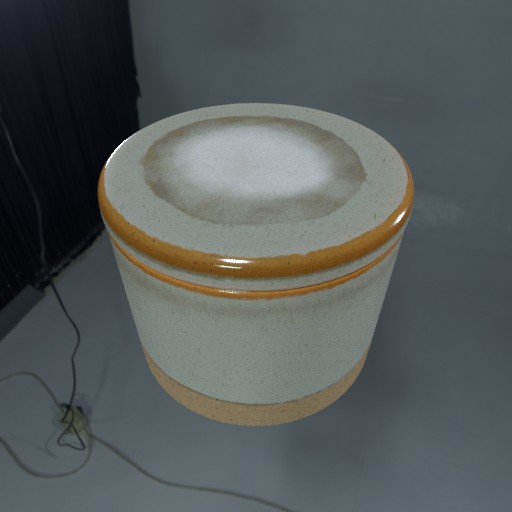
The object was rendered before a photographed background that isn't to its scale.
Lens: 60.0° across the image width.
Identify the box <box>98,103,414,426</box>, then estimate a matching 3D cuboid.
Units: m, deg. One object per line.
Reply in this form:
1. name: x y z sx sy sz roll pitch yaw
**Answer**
1. box: 0.000 0.000 0.207 0.123 0.100 0.123 0 41 0
